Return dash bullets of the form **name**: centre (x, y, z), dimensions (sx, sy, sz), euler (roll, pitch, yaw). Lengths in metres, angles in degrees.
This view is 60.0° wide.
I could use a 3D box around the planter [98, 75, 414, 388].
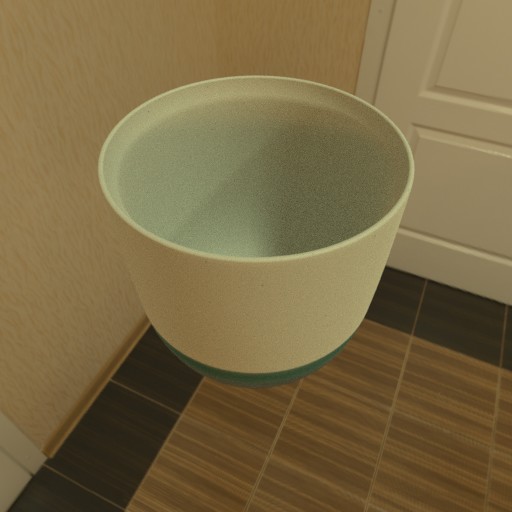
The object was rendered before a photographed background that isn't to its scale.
- **planter**: centre (0.000, 0.000, 0.371), dimensions (0.204, 0.214, 0.204), euler (0, 47, 0)
